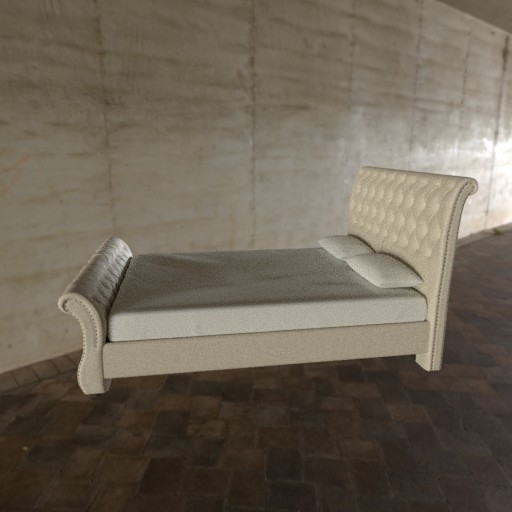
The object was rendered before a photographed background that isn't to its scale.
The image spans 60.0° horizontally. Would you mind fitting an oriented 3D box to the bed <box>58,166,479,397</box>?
[{"bbox_3d":[0.000,0.000,3.398,2.493,1.268,1.606,-2,14,-9],"label":"bed"}]
